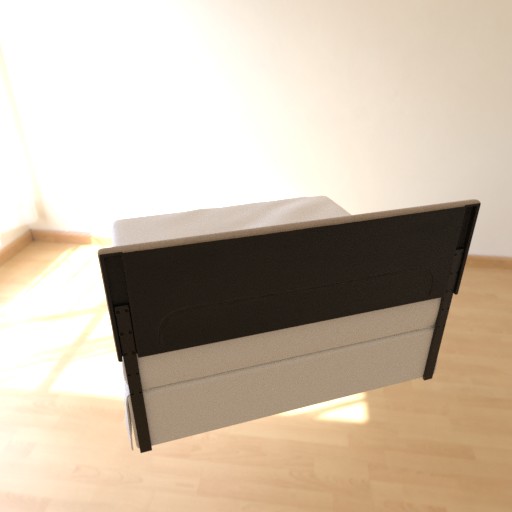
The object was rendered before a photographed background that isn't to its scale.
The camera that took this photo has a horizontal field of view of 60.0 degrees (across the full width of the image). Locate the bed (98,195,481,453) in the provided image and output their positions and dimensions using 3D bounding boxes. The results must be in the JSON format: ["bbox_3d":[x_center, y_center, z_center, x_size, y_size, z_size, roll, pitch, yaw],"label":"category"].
[{"bbox_3d":[0.000,0.000,3.353,2.170,1.346,1.914,-9,29,-16],"label":"bed"}]
